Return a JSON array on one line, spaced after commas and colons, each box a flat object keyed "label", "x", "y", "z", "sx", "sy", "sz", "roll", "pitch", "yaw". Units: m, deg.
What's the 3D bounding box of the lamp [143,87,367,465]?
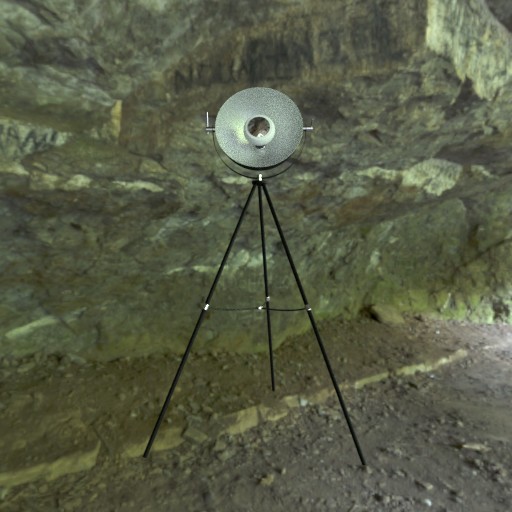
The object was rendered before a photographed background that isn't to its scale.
[{"label": "lamp", "x": 0.000, "y": 0.000, "z": 2.060, "sx": 0.817, "sy": 1.512, "sz": 0.920, "roll": 0, "pitch": -1, "yaw": 2}]
